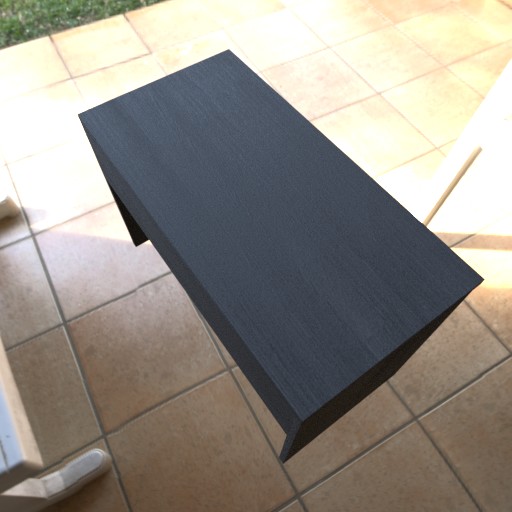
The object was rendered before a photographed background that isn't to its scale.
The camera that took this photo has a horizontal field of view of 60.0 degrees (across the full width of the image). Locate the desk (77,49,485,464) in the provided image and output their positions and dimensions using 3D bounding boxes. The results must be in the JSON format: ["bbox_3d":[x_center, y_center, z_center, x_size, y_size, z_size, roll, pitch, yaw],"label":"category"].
[{"bbox_3d":[0.000,0.000,1.516,0.557,0.729,1.099,-31,64,-17],"label":"desk"}]
